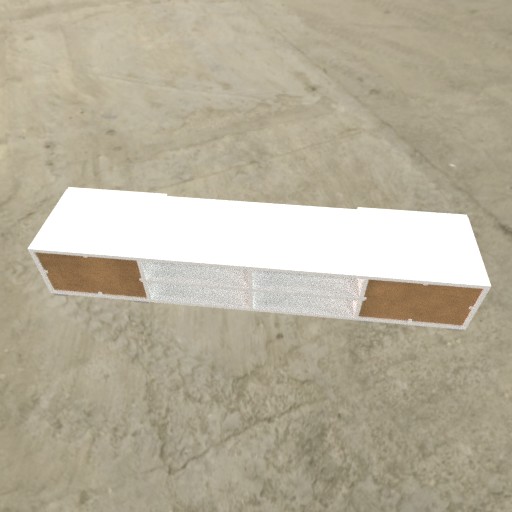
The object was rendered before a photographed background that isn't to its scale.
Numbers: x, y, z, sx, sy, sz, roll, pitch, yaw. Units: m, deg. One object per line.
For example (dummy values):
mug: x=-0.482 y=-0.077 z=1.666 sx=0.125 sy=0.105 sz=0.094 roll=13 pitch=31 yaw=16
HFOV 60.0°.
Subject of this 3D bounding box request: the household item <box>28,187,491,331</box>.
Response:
household item: x=0.000 y=0.000 z=2.015 sx=1.850 sy=0.310 sz=0.420 roll=5 pitch=46 yaw=4
